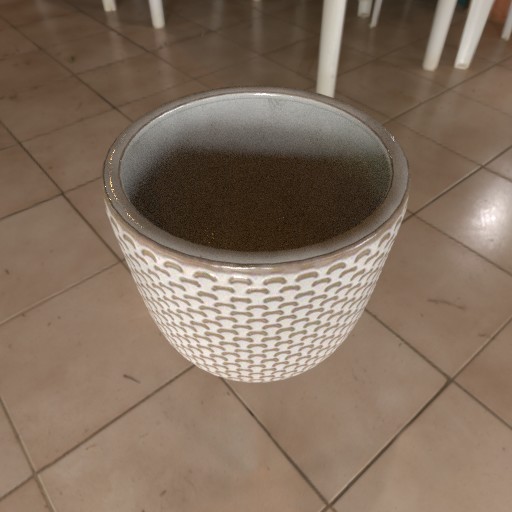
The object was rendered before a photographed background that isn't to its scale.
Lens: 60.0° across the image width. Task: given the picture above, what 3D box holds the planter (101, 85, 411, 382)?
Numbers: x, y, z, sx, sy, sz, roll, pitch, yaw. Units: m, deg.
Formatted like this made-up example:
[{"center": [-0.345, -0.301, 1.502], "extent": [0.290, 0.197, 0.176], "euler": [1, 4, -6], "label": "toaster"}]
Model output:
[{"center": [0.000, 0.000, 0.353], "extent": [0.197, 0.191, 0.197], "euler": [0, 47, 0], "label": "planter"}]
